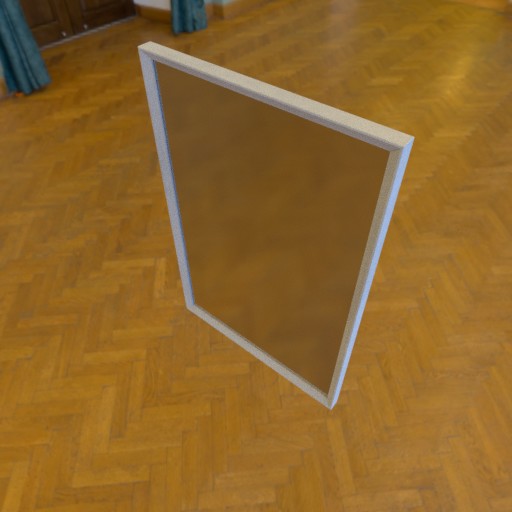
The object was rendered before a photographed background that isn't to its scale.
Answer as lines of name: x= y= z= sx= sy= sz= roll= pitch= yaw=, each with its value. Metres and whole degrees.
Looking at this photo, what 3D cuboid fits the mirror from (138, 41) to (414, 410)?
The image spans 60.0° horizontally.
mirror: x=0.000 y=0.000 z=1.145 sx=0.609 sy=0.915 sz=0.041 roll=30 pitch=53 yaw=26
